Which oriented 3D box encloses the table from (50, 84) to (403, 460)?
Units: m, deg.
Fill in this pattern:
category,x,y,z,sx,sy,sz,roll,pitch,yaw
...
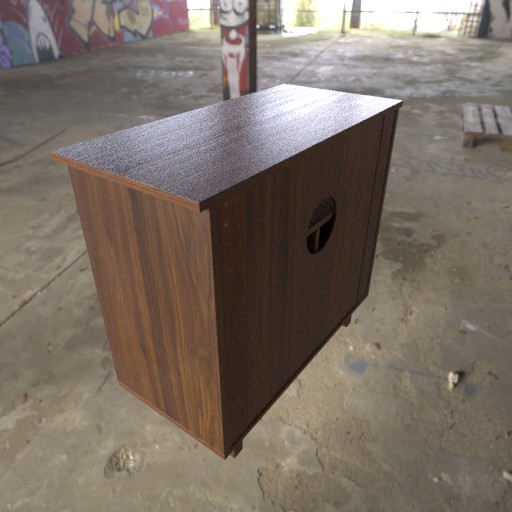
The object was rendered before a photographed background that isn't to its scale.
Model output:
category,x,y,z,sx,sy,sz,roll,pitch,yaw
table,0.000,0.000,1.204,0.390,0.725,0.802,21,38,30
